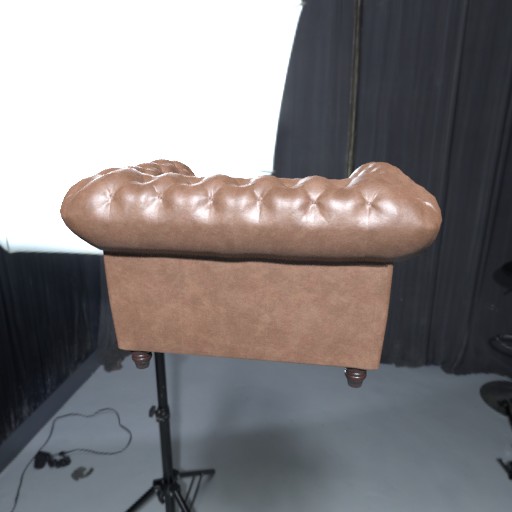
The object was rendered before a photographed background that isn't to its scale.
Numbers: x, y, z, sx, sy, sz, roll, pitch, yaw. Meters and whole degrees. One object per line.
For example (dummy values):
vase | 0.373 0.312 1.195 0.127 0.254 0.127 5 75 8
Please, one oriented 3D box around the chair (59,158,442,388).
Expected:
chair | 0.000 0.000 1.893 1.298 0.784 0.954 3 17 9
